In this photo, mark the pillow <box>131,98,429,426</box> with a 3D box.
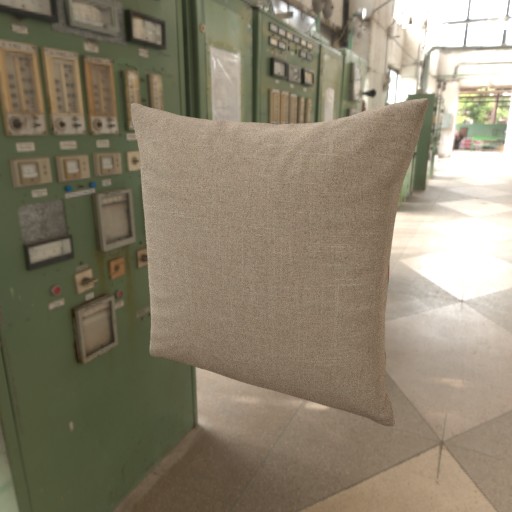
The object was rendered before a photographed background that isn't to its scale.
[{"bbox_3d":[0.000,0.000,0.767,0.513,0.511,0.158,8,18,26],"label":"pillow"}]
